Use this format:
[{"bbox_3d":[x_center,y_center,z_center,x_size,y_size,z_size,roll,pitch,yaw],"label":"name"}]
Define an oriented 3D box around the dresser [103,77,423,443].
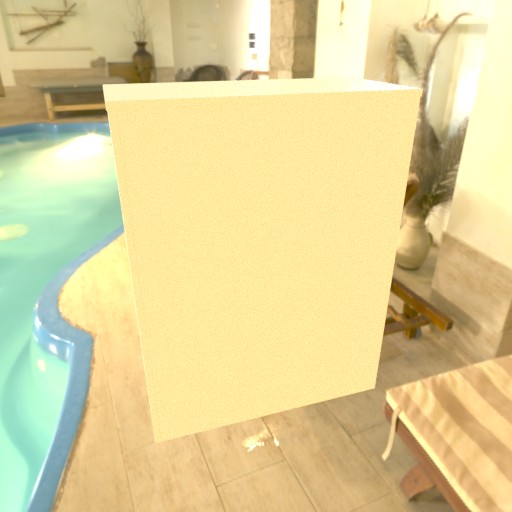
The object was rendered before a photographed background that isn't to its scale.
[{"bbox_3d":[0.000,0.000,1.449,0.800,1.040,0.380,-8,28,-16],"label":"dresser"}]
